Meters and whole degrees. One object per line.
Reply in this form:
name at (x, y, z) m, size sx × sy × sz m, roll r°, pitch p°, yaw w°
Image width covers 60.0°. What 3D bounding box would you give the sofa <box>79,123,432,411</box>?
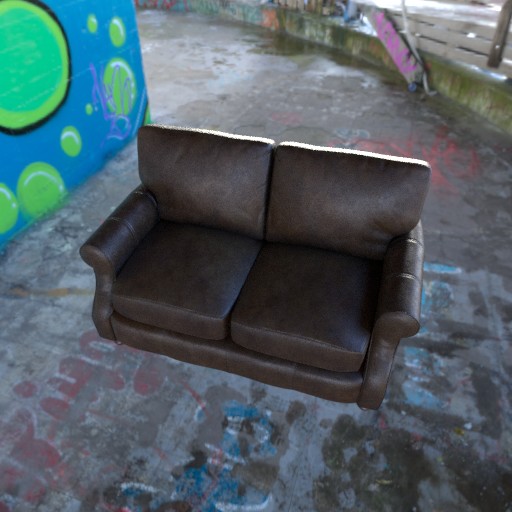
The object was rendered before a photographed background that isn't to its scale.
sofa at (0.000, 0.000, 2.275) m, size 1.616 × 0.976 × 0.990 m, roll 11°, pitch 42°, yaw 13°
